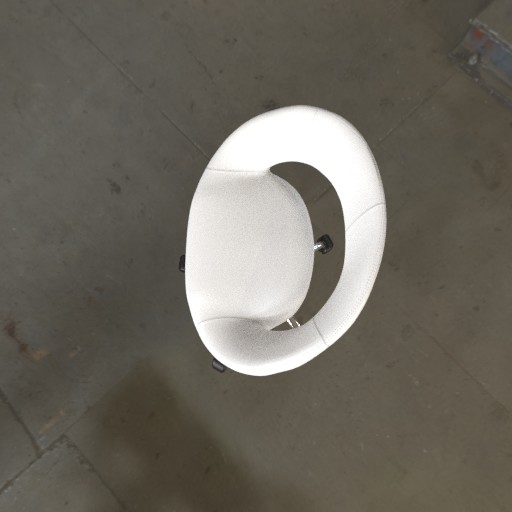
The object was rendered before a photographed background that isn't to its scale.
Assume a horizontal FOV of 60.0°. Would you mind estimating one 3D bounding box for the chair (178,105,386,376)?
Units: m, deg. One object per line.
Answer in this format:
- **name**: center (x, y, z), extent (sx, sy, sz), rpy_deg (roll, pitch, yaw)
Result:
- **chair**: center (0.000, 0.000, 1.161), extent (0.538, 0.791, 0.612), rpy_deg (1, 76, 0)
